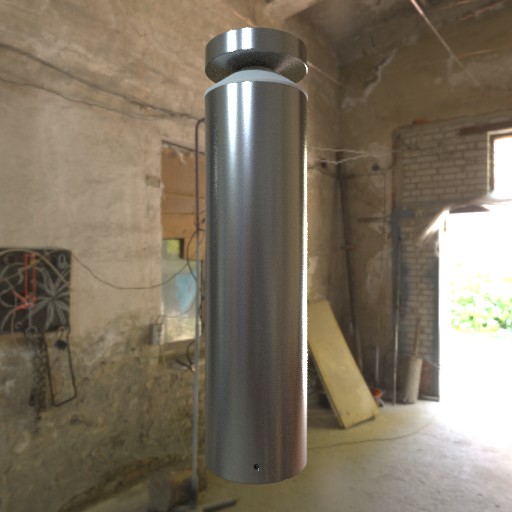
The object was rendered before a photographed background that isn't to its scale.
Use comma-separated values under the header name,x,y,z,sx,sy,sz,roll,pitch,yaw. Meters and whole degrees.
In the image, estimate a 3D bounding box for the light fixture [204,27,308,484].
name,x,y,z,sx,sy,sz,roll,pitch,yaw
light fixture,0.000,0.000,0.438,0.102,0.400,0.102,0,0,0
